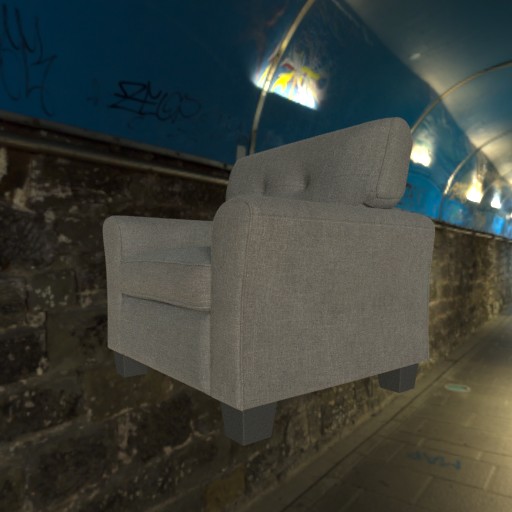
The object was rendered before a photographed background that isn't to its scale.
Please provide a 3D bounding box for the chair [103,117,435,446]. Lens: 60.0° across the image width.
[{"bbox_3d":[0.000,0.000,1.577,0.816,0.890,0.941,0,1,-38],"label":"chair"}]
